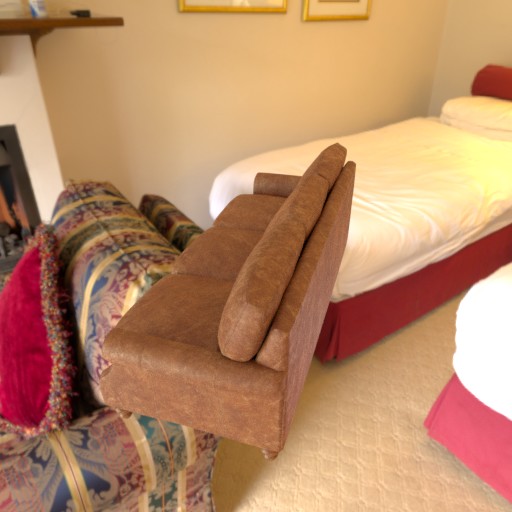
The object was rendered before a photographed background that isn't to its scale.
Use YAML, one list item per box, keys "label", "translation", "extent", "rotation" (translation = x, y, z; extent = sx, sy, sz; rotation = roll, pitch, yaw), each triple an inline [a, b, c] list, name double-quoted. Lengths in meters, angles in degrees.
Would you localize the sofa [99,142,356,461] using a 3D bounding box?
- label: "sofa"
  translation: [0.000, 0.000, 2.870]
  extent: [0.973, 0.977, 2.351]
  rotation: [9, 32, 15]
